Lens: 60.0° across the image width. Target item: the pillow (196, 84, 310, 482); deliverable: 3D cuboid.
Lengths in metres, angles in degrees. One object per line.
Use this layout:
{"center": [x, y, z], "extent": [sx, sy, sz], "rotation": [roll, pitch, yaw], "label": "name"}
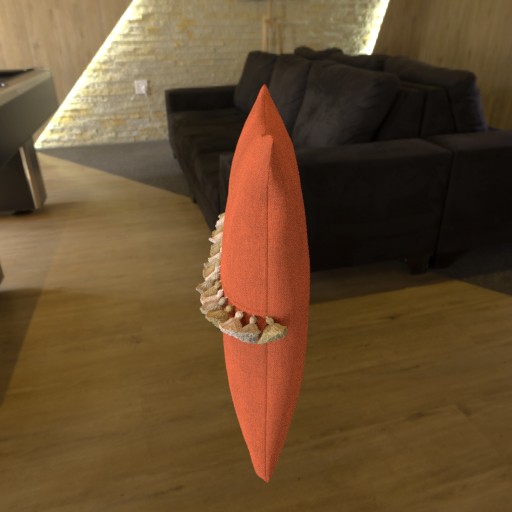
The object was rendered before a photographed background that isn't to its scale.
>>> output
{"center": [0.000, 0.000, 0.729], "extent": [0.165, 0.482, 0.490], "rotation": [0, 27, 1], "label": "pillow"}
